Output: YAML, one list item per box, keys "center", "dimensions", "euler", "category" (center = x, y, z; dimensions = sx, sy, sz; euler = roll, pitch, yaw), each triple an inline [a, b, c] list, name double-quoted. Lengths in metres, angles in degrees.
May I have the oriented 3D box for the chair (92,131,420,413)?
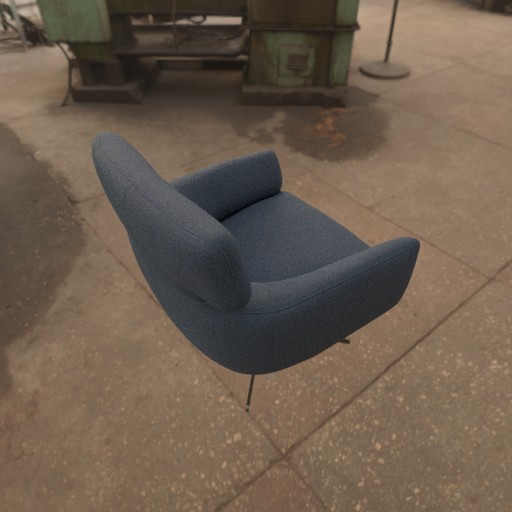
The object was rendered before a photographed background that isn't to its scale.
- center: [0.000, 0.000, 1.427]
  dimensions: [0.761, 0.813, 0.738]
  euler: [-26, 47, -27]
  category: "chair"
